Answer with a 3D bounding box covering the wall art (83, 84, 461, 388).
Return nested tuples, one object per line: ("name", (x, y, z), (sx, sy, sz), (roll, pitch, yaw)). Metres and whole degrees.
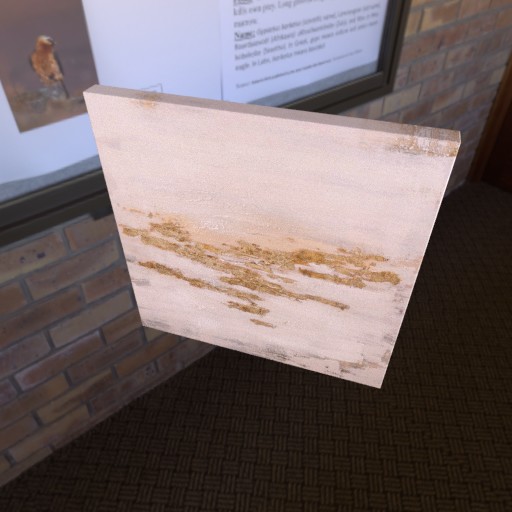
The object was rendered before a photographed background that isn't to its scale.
("wall art", (0.000, 0.000, 0.902), (0.611, 0.613, 0.040), (12, 42, 13))
